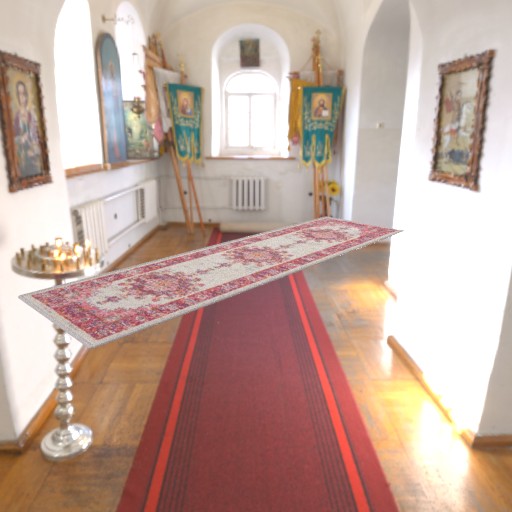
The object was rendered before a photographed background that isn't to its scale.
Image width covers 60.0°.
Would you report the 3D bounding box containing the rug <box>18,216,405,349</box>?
[{"bbox_3d":[0.000,0.000,2.487,0.666,0.011,2.294,16,23,41],"label":"rug"}]
